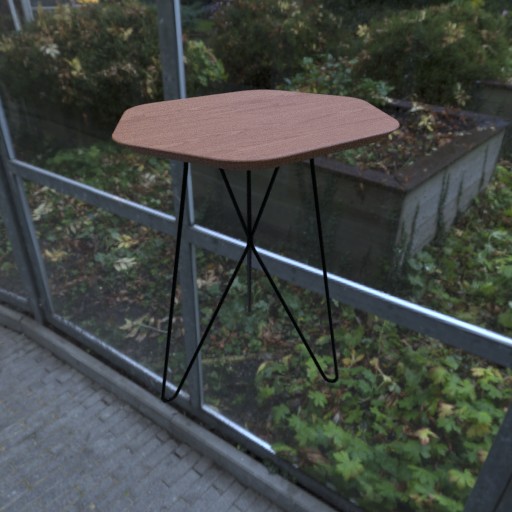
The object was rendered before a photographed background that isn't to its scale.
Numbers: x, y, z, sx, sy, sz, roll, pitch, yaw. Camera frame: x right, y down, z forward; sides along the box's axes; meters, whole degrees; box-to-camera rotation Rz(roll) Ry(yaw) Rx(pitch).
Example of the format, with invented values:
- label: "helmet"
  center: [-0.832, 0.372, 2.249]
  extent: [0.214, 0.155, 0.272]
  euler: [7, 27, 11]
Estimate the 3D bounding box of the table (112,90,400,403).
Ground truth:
- label: "table"
  center: [0.000, 0.000, 0.905]
  extent: [0.500, 0.562, 0.400]
  euler: [-20, 36, -30]
